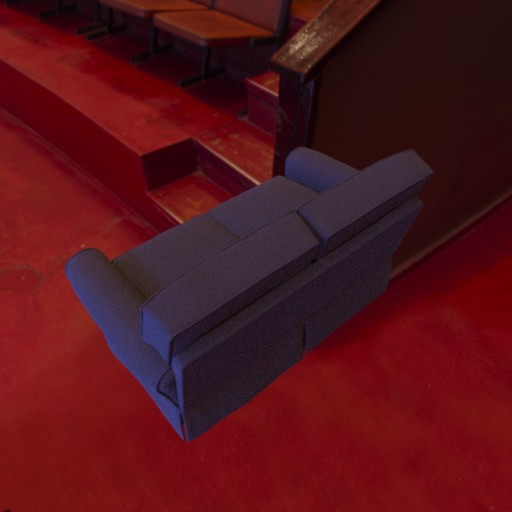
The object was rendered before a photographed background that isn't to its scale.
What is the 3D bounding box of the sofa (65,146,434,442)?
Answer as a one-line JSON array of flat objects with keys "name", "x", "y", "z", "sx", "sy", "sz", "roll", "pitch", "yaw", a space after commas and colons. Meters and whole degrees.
[{"name": "sofa", "x": 0.000, "y": 0.000, "z": 2.472, "sx": 1.801, "sy": 1.059, "sz": 0.997, "roll": -31, "pitch": 52, "yaw": -28}]
